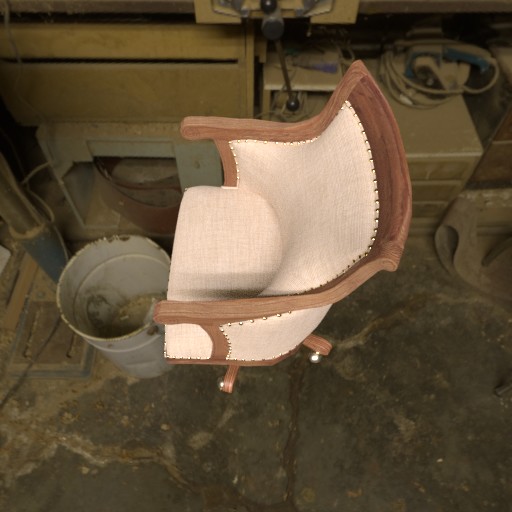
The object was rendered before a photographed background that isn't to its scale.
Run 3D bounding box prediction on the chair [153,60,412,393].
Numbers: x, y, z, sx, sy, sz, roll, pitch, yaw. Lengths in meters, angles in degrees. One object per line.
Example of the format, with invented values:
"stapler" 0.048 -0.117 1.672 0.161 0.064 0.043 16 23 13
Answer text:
"chair" 0.000 0.000 1.395 0.689 0.965 0.656 1 59 0
